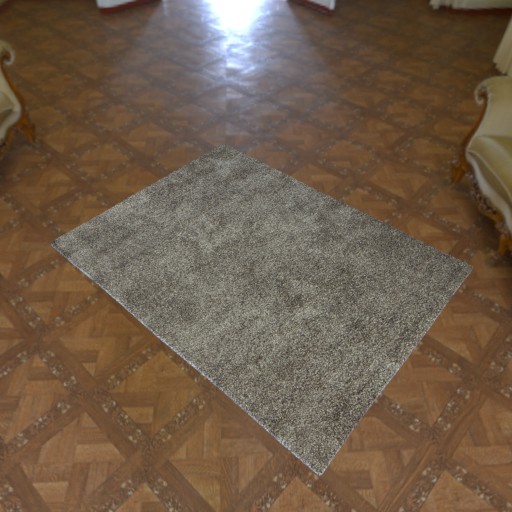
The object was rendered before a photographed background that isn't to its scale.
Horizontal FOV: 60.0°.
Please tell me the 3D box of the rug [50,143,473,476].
[{"bbox_3d":[0.000,0.000,2.088,1.601,0.025,1.198,32,54,28],"label":"rug"}]
